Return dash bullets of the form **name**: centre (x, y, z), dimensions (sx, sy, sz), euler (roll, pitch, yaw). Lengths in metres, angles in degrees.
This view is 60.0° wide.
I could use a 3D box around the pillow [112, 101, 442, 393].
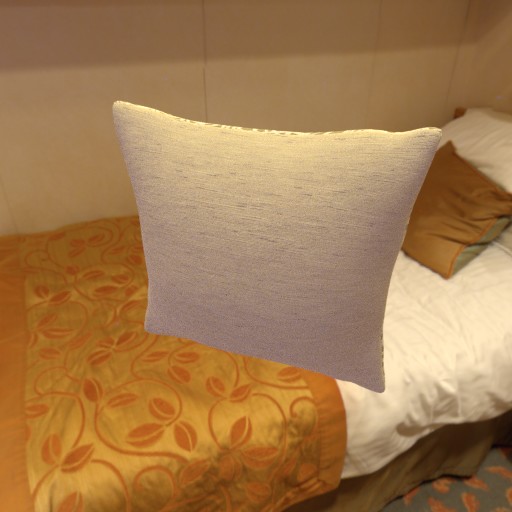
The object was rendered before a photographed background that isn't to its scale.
- **pillow**: centre (0.000, 0.000, 0.661), dimensions (0.438, 0.421, 0.167), euler (11, 33, 17)
